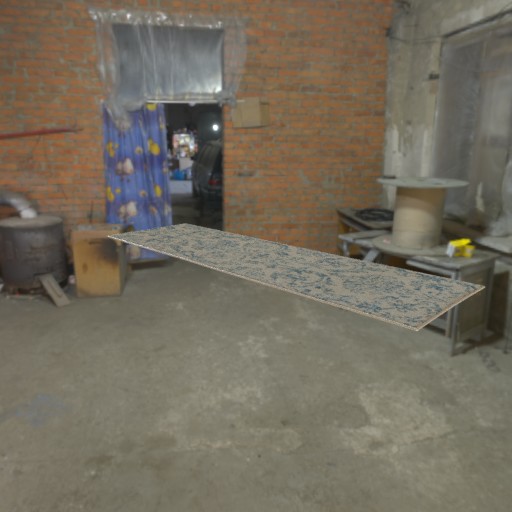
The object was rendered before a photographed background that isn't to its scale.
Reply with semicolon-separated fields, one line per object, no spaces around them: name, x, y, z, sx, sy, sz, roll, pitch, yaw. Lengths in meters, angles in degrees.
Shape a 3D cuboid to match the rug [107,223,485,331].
rug;0.000;0.000;2.477;2.196;0.011;0.662;14;20;43
